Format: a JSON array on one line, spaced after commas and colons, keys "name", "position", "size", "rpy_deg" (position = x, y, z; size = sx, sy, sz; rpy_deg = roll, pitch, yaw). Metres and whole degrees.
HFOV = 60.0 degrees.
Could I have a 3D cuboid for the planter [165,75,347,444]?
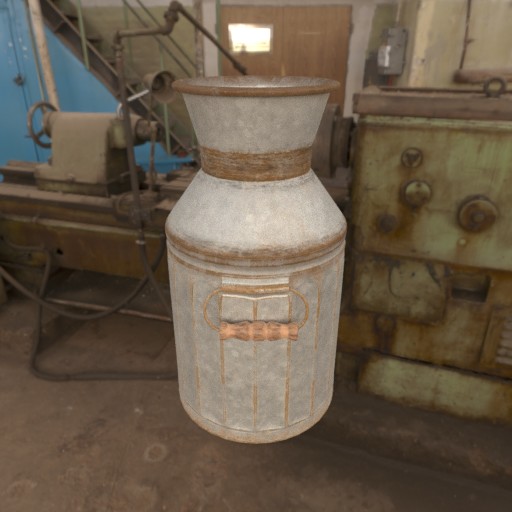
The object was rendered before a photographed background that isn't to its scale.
[{"name": "planter", "position": [0.000, 0.000, 0.537], "size": [0.214, 0.396, 0.245], "rpy_deg": [0, 26, 0]}]
